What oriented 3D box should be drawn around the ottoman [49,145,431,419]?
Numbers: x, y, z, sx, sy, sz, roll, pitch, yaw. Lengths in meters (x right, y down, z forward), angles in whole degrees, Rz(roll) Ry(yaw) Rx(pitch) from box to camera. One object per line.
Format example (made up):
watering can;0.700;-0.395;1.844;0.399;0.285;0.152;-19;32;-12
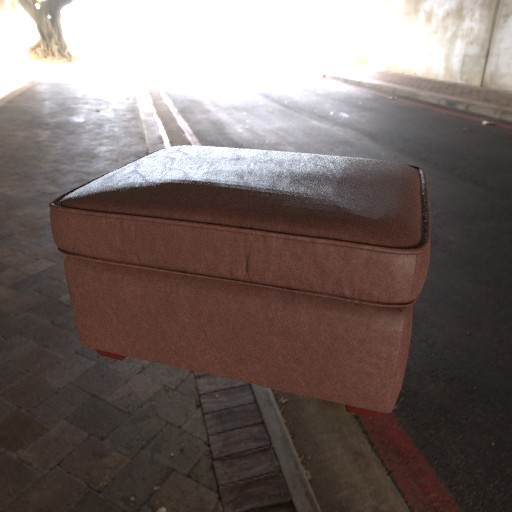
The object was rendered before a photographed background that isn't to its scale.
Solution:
ottoman;0.000;0.000;1.084;0.749;0.449;0.548;8;28;16
